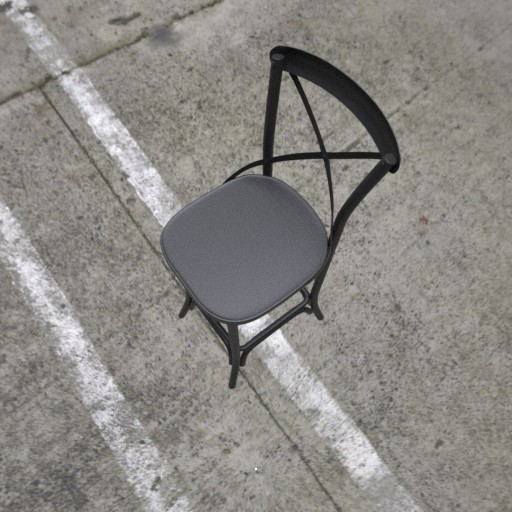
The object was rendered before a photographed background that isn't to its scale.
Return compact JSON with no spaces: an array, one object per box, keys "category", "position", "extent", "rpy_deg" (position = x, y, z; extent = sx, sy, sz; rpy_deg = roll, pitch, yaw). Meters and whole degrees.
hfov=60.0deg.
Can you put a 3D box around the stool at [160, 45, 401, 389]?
[{"category":"stool","position":[0.000,0.000,1.480],"extent":[0.584,1.168,0.457],"rpy_deg":[-34,69,-15]}]
